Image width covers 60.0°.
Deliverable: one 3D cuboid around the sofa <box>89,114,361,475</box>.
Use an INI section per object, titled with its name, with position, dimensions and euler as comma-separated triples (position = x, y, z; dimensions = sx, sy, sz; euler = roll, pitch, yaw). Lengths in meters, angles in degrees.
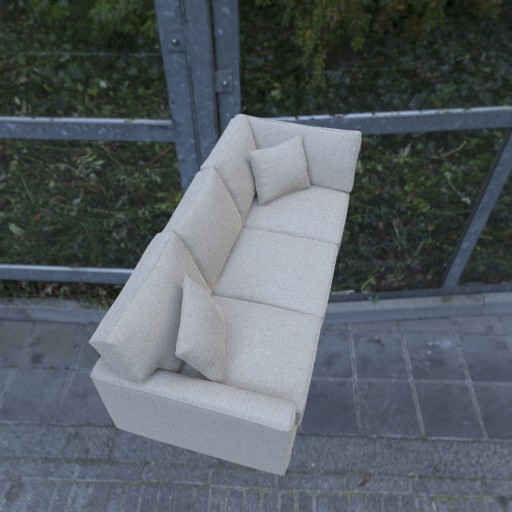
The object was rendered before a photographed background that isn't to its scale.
[sofa]
position = 0.000, 0.000, 2.931
dimensions = 1.061, 0.962, 2.317
euler = 11, 46, 11
